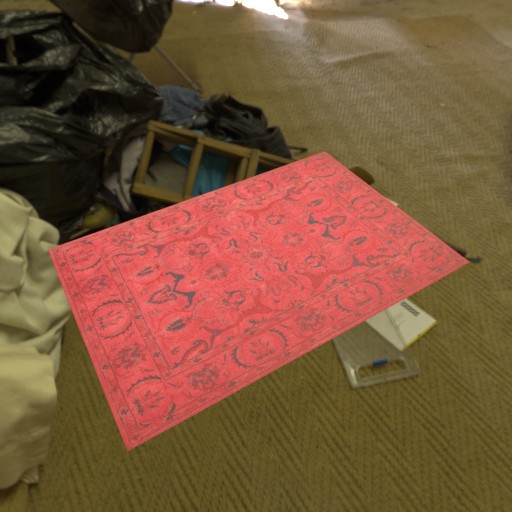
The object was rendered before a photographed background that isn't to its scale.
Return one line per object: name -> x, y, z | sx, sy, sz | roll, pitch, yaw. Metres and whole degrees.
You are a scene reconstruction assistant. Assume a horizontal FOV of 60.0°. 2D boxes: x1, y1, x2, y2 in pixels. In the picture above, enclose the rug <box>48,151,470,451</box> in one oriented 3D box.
rug -> 0.000, 0.000, 2.286 | 1.814, 0.008, 1.209 | -23, 50, -21
